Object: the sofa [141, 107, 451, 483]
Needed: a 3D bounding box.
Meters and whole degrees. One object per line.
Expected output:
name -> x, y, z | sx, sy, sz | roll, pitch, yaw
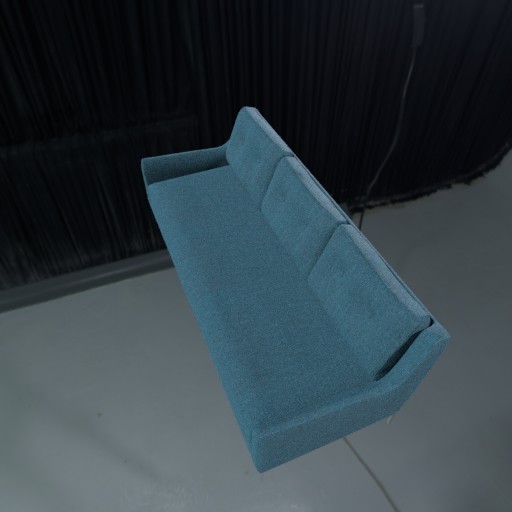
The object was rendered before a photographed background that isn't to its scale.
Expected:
sofa -> 0.000, 0.000, 2.539 | 0.849, 0.837, 2.060 | -17, 49, -16
